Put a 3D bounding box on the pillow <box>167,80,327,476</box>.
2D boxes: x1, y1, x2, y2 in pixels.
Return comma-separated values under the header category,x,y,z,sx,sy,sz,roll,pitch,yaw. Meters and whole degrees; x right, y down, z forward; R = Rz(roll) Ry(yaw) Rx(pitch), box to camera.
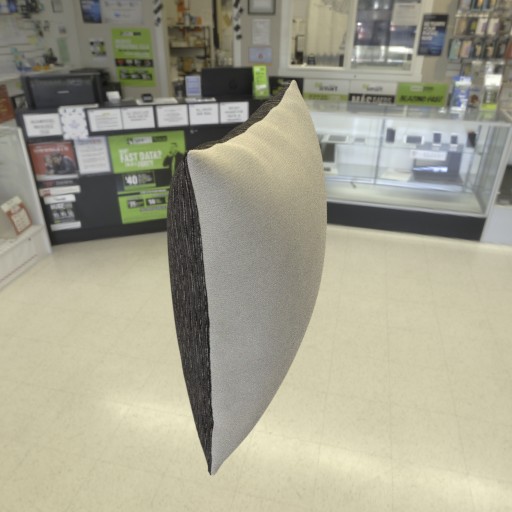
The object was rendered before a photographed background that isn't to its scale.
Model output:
category,x,y,z,sx,sy,sz,roll,pitch,yaw
pillow,0.000,0.000,0.655,0.196,0.434,0.433,8,30,14
